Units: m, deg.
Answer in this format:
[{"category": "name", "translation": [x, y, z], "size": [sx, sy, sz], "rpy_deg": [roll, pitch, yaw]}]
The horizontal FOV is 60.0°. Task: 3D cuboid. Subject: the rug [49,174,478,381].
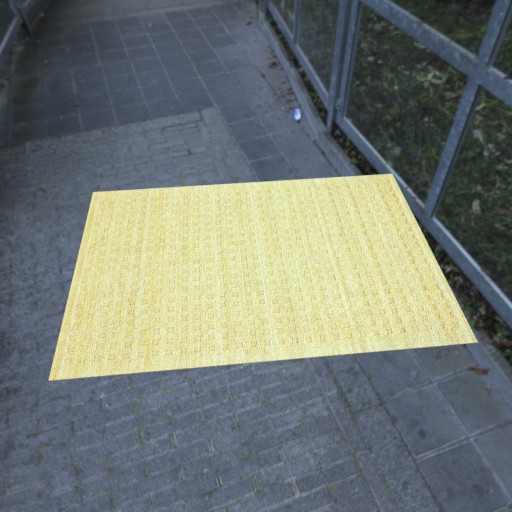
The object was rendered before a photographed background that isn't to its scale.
[{"category": "rug", "translation": [0.000, 0.000, 2.863], "size": [2.286, 0.006, 1.524], "rpy_deg": [-4, 47, -4]}]
